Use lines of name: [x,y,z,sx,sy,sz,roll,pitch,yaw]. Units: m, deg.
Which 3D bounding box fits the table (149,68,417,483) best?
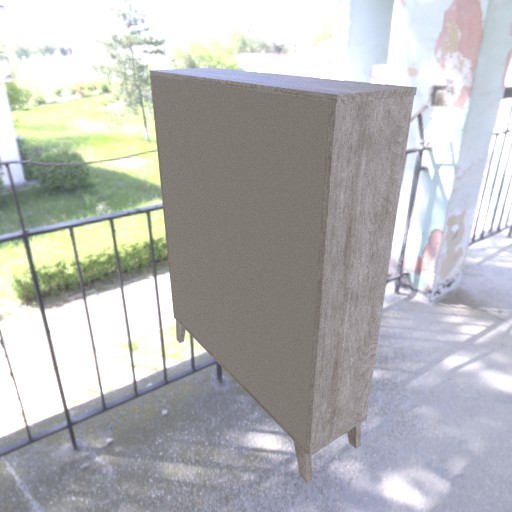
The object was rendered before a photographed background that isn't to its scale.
table: [0.000,0.000,1.512,0.256,1.135,0.902,-18,31,-32]
